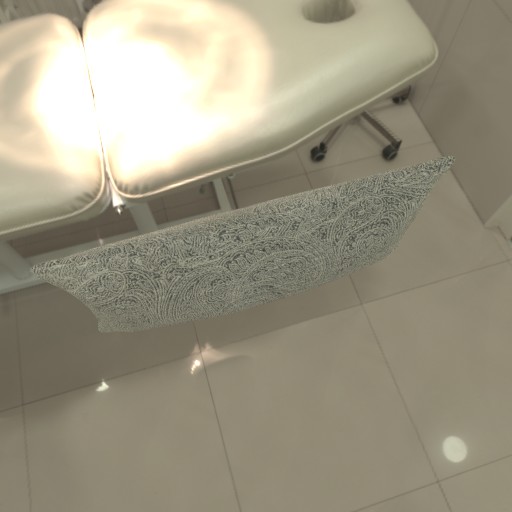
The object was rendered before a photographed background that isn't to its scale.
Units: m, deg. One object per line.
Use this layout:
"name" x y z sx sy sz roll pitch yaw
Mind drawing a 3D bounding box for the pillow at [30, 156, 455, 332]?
"pillow" 0.000 0.000 0.744 0.615 0.295 0.151 -15 65 -7
